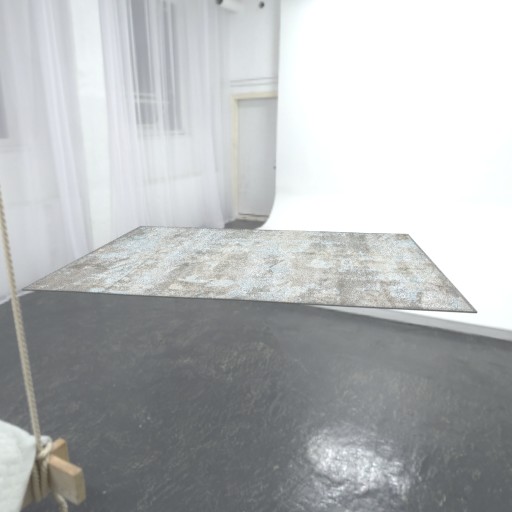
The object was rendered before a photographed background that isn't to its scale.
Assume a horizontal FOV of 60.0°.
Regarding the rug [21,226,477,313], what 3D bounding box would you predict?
[{"bbox_3d":[0.000,0.000,4.309,3.307,0.013,2.393,2,16,7],"label":"rug"}]
